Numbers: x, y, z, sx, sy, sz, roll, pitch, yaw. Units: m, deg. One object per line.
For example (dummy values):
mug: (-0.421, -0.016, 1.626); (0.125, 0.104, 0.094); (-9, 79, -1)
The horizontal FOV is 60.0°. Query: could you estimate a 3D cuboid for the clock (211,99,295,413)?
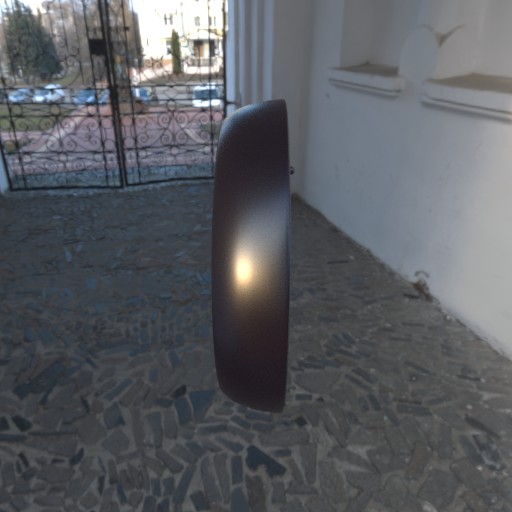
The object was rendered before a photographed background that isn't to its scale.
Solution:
clock: (0.000, 0.000, 0.450); (0.060, 0.300, 0.300); (0, 26, 1)
